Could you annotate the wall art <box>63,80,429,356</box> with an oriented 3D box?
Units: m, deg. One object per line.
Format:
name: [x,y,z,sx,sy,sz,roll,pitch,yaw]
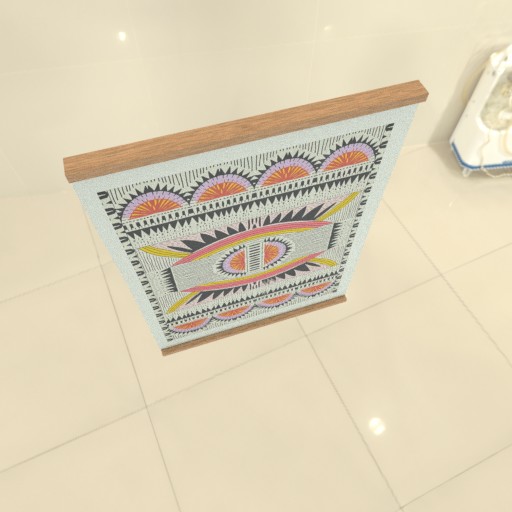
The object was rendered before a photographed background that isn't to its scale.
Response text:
wall art: [0.000,0.000,0.793,0.456,0.609,0.028,-15,60,-9]
